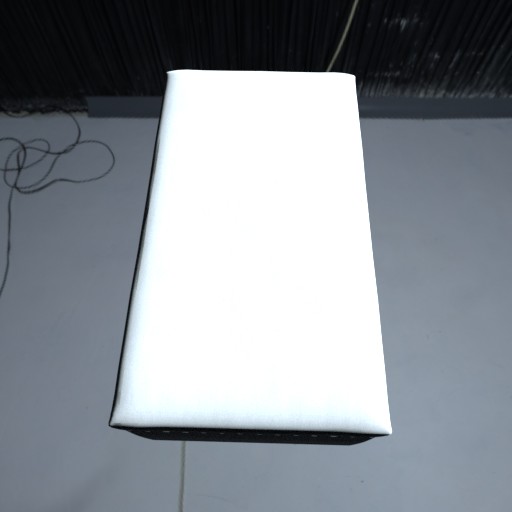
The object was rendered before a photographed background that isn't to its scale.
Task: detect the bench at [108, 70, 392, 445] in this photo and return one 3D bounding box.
[{"bbox_3d":[0.000,0.000,1.145,0.500,0.449,0.887,1,63,1],"label":"bench"}]
